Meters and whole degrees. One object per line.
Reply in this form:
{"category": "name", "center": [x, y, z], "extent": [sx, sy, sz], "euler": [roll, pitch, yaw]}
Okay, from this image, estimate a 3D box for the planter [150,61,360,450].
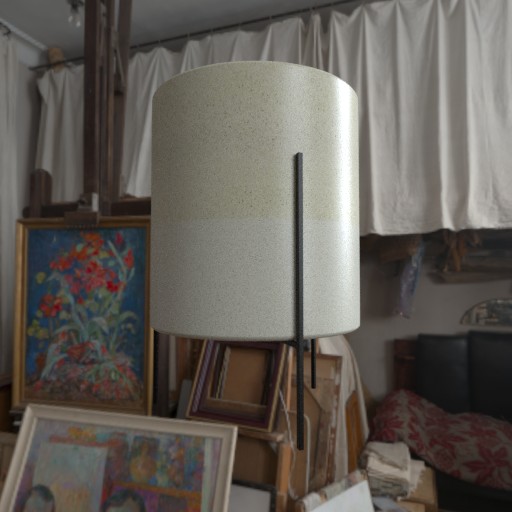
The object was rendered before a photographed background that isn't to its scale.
{"category": "planter", "center": [0.000, 0.000, 0.702], "extent": [0.324, 0.483, 0.333], "euler": [1, -2, -19]}
